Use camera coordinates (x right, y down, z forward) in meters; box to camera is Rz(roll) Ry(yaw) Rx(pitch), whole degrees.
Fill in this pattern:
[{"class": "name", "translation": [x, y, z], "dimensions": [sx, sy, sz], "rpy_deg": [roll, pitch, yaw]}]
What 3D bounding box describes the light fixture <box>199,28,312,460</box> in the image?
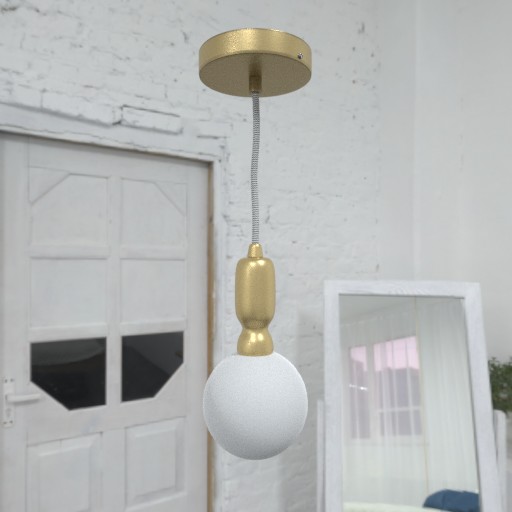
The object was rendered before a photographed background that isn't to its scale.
[{"class": "light fixture", "translation": [0.000, 0.000, 0.568], "dimensions": [0.147, 0.510, 0.146], "rpy_deg": [0, 0, 36]}]
